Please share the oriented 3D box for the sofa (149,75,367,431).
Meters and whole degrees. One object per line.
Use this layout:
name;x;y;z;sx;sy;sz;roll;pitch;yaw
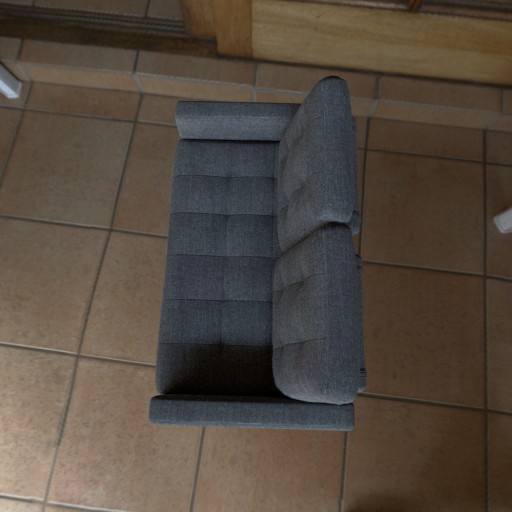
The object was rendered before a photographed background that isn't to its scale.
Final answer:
sofa;0.000;0.000;1.958;0.842;0.907;1.407;2;74;0
